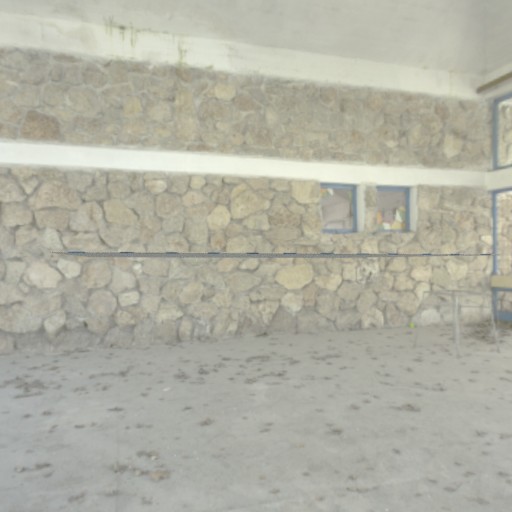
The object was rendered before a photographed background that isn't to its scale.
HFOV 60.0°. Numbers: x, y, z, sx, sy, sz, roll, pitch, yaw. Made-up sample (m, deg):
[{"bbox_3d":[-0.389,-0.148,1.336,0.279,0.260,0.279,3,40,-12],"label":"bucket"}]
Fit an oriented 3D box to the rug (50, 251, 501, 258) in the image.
[{"bbox_3d":[0.000,0.000,4.021,3.059,0.008,2.453,0,-1,-16],"label":"rug"}]
